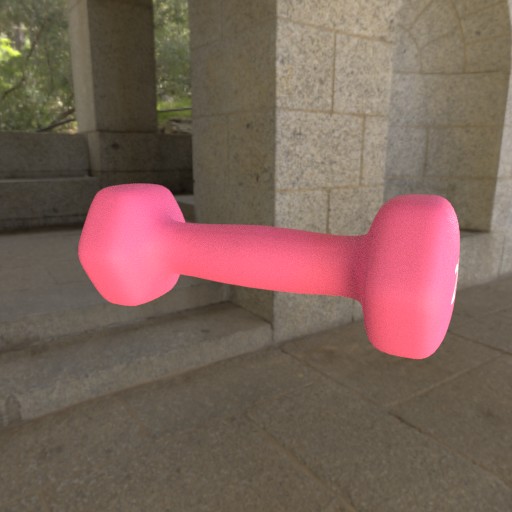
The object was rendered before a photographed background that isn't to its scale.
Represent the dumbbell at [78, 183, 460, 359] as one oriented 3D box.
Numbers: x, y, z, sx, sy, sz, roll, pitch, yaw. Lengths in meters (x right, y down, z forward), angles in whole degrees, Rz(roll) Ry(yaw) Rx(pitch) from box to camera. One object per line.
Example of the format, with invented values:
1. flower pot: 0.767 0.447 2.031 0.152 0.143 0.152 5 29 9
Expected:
1. dumbbell: 0.000 0.000 0.176 0.146 0.053 0.058 6 15 25
